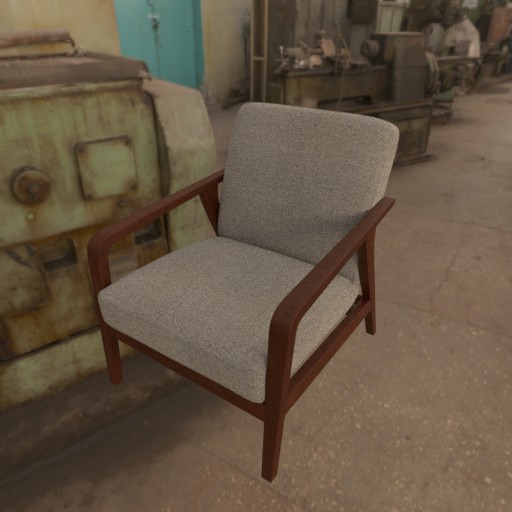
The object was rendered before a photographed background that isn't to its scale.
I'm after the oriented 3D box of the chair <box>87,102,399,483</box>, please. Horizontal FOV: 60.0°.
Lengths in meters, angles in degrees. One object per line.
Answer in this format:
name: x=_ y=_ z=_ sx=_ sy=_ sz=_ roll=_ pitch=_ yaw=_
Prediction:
chair: x=0.000 y=0.000 z=1.476 sx=0.704 sy=0.847 sz=0.858 roll=18 pitch=34 yaw=30
